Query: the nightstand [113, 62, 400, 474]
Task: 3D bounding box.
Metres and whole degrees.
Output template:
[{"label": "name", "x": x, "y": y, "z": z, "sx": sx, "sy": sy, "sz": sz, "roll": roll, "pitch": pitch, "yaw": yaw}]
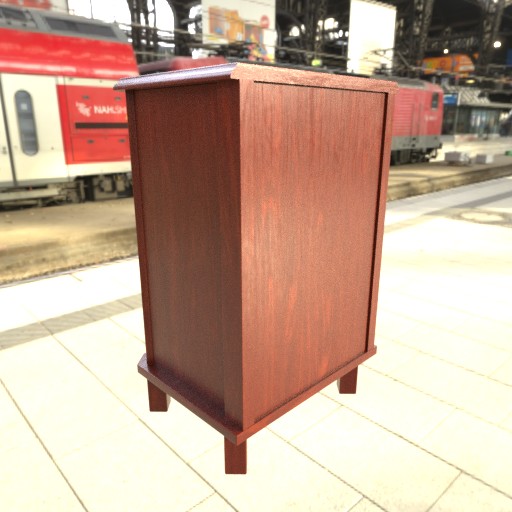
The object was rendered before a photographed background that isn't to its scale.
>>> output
[{"label": "nightstand", "x": 0.000, "y": 0.000, "z": 0.924, "sx": 0.435, "sy": 0.681, "sz": 0.351, "roll": -16, "pitch": 23, "yaw": -42}]
